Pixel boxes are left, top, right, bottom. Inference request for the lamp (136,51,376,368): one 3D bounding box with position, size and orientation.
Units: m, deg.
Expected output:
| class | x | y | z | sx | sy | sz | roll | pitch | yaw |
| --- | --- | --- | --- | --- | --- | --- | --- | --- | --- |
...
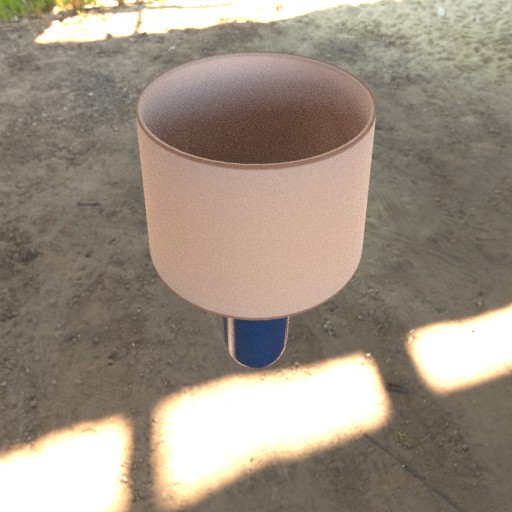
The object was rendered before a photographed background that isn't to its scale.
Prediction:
| class | x | y | z | sx | sy | sz | roll | pitch | yaw |
| --- | --- | --- | --- | --- | --- | --- | --- | --- | --- |
| lamp | 0.000 | 0.000 | 0.815 | 0.367 | 0.609 | 0.367 | 0 | 46 | 0 |
